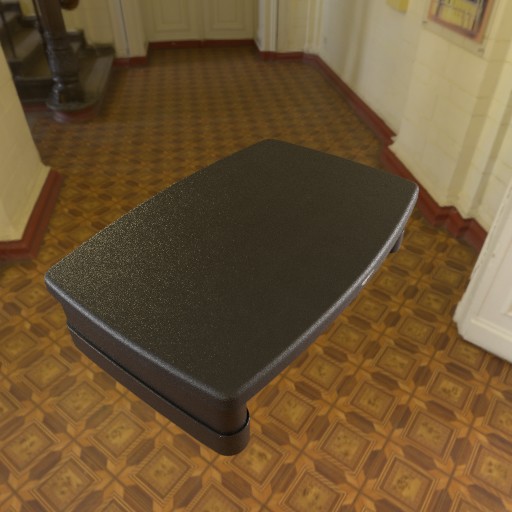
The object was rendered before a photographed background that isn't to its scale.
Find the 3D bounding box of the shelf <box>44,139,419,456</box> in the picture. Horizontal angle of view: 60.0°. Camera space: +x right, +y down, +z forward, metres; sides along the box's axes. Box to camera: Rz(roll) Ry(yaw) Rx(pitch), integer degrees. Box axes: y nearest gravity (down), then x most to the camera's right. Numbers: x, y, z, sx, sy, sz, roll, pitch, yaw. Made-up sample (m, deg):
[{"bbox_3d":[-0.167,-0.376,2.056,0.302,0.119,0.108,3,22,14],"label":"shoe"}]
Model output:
[{"bbox_3d":[0.000,0.000,0.533,0.280,0.100,0.410,25,45,27],"label":"shelf"}]
